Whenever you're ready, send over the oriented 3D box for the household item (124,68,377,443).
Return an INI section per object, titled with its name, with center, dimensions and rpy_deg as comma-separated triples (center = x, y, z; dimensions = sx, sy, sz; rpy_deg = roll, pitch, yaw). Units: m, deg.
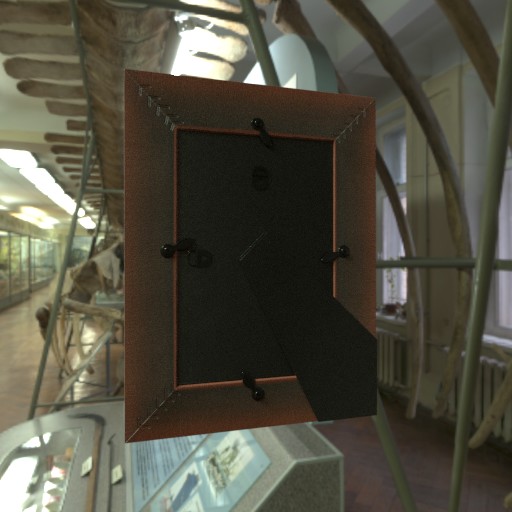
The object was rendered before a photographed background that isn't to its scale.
[household item]
center = 0.000, 0.000, 0.289
dimensions = 0.165, 0.216, 0.025
rpy_deg = 0, 0, -17
